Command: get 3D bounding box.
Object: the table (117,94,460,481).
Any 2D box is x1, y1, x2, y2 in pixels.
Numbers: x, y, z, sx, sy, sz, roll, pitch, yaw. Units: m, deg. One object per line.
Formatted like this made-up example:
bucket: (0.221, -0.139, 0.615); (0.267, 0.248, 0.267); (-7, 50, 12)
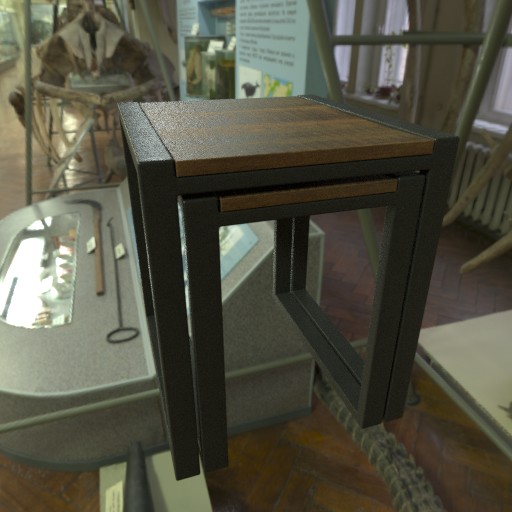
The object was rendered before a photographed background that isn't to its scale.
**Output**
table: (0.000, 0.000, 0.902); (0.449, 0.550, 0.500); (-8, 28, -16)
